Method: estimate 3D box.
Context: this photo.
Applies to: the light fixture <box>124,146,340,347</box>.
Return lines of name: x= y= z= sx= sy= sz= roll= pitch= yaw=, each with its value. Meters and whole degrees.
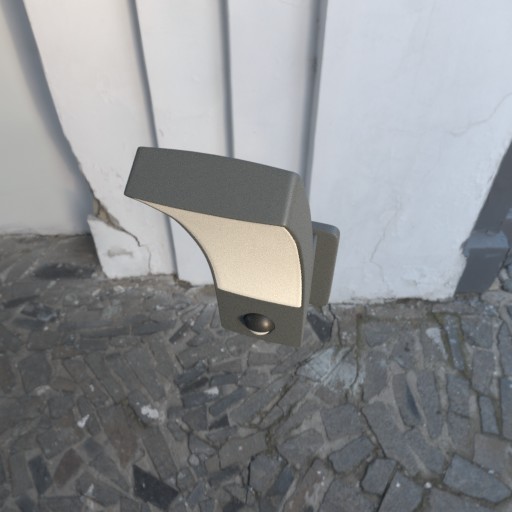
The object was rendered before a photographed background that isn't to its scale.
light fixture: x=0.000 y=0.000 z=0.335 sx=0.108 sy=0.243 sz=0.174 roll=12 pitch=44 yaw=13
